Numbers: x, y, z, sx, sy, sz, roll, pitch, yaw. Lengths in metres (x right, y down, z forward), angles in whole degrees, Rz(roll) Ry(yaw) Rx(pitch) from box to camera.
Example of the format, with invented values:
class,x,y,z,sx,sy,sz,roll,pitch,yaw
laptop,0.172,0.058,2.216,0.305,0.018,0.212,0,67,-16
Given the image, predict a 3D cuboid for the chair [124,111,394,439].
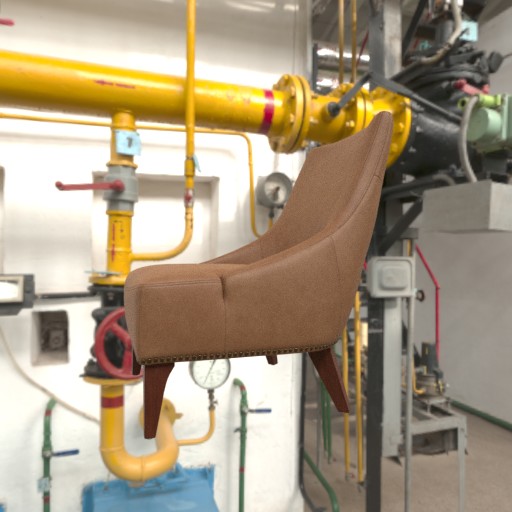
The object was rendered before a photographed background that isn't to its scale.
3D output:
class,x,y,z,sx,sy,sz,roll,pitch,yaw
chair,0.000,0.000,1.517,0.861,0.909,0.701,0,0,-18
